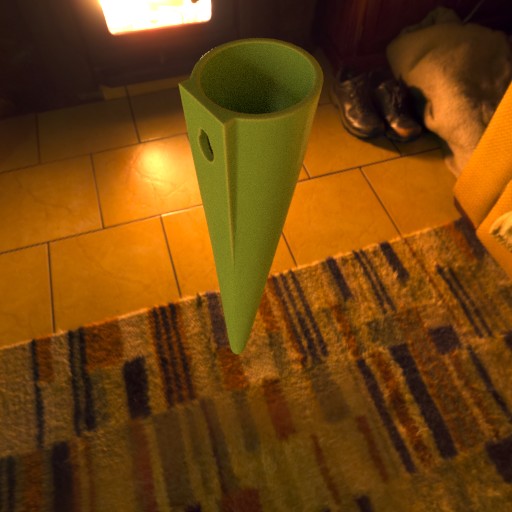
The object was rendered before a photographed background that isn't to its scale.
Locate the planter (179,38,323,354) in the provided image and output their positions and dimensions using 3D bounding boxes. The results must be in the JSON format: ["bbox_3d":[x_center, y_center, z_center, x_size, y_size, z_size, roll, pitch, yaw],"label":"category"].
[{"bbox_3d":[0.000,0.000,0.292,0.055,0.268,0.054,-33,62,-20],"label":"planter"}]
